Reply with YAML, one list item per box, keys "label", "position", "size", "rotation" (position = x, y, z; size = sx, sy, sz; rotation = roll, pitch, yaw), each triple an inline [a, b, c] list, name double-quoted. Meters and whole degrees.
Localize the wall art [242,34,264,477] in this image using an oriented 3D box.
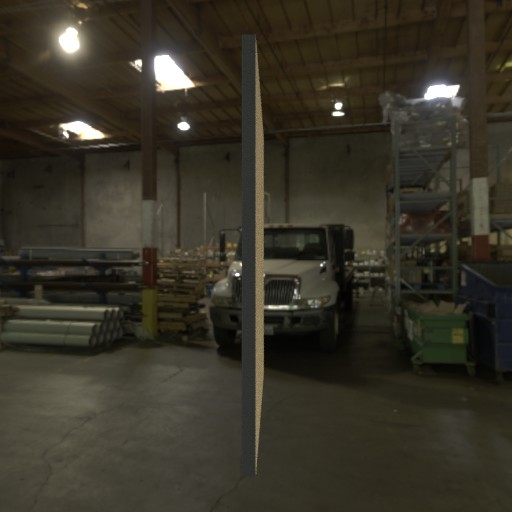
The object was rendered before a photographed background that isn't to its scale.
- label: "wall art"
  position: [0.000, 0.000, 1.242]
  size: [0.028, 0.863, 0.755]
  rotation: [0, 0, 2]
